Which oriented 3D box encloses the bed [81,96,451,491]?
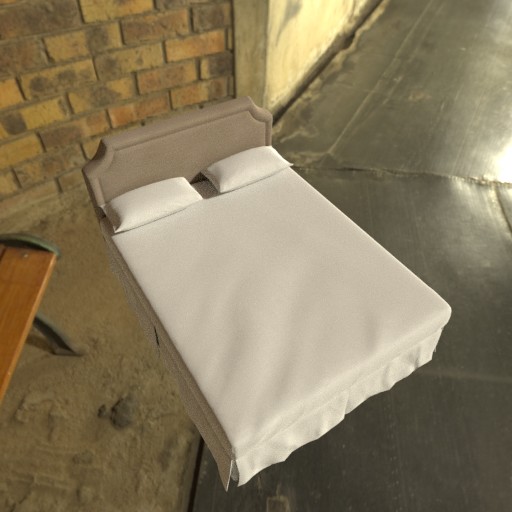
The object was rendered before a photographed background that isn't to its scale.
[{"bbox_3d":[0.000,0.000,3.518,1.977,1.293,2.498,-25,51,-22],"label":"bed"}]
